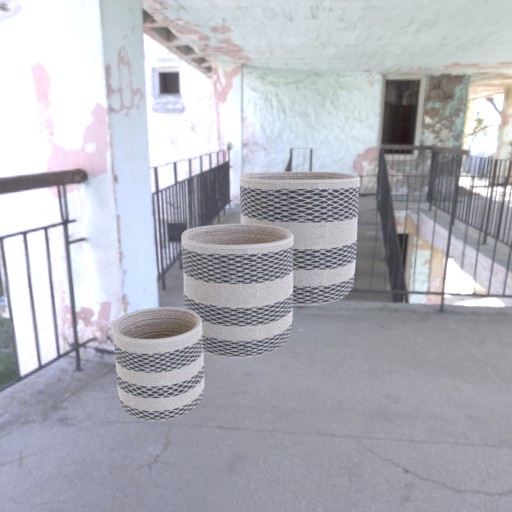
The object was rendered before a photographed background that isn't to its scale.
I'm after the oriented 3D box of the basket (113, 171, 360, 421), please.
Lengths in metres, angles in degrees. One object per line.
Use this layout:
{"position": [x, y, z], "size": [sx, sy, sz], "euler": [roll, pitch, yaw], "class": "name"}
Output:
{"position": [0.000, 0.000, 1.093], "size": [0.351, 0.356, 0.917], "euler": [7, 17, 25], "class": "basket"}
